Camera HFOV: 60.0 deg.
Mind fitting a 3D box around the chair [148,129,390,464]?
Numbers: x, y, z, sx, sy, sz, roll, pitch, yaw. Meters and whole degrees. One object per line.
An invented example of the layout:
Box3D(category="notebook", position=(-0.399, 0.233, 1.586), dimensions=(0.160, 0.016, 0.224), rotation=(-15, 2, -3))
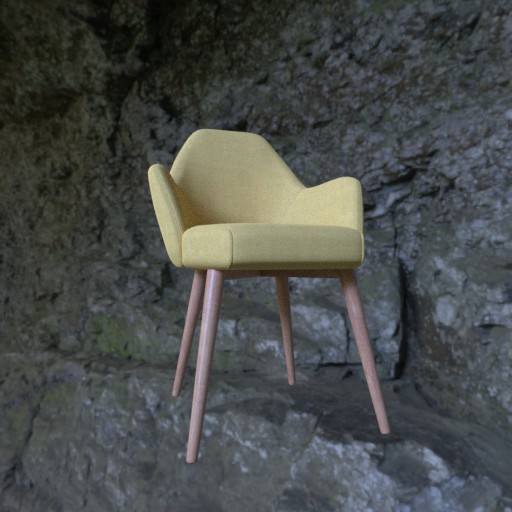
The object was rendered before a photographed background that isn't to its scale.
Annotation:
Box3D(category="chair", position=(0.000, 0.000, 1.225), dimensions=(0.590, 0.840, 0.610), rotation=(0, 0, -19))
